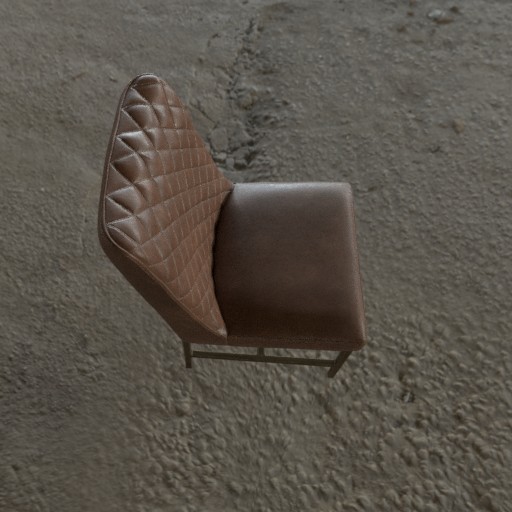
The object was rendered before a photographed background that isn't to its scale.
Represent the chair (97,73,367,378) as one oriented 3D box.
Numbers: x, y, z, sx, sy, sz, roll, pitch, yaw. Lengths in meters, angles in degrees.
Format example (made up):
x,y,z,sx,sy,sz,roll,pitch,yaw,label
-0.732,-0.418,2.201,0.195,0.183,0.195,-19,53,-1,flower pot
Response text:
x,y,z,sx,sy,sz,roll,pitch,yaw,label
0.000,0.000,1.244,0.587,0.889,0.508,1,63,0,chair
